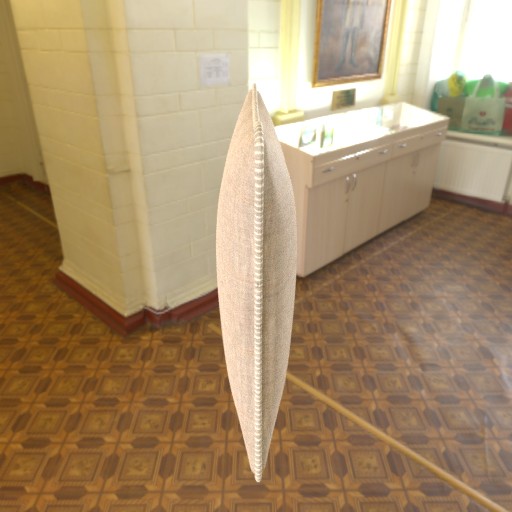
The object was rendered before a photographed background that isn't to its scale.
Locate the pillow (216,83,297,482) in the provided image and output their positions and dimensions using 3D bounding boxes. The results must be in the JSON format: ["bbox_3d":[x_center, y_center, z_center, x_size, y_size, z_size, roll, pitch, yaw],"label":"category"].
[{"bbox_3d":[0.000,0.000,0.728,0.124,0.494,0.485,0,26,-1],"label":"pillow"}]
